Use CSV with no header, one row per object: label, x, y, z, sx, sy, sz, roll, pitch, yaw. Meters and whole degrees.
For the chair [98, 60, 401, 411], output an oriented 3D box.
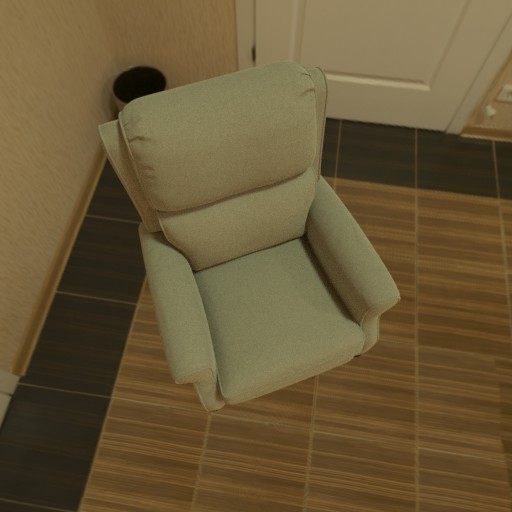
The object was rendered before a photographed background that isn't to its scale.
chair,0.000,0.000,1.723,0.859,1.046,0.919,-18,66,-9
